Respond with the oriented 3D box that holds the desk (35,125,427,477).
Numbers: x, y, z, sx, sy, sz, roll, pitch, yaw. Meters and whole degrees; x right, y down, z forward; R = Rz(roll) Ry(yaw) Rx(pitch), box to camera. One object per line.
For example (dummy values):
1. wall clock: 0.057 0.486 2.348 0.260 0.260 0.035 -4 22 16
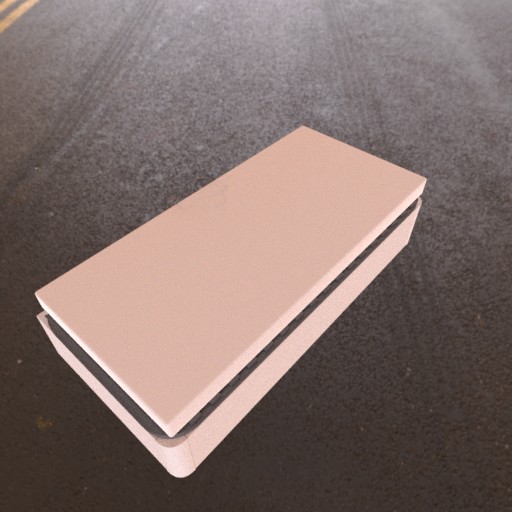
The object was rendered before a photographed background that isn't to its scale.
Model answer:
1. desk: 0.000 0.000 2.266 0.900 0.526 1.900 33 54 28
